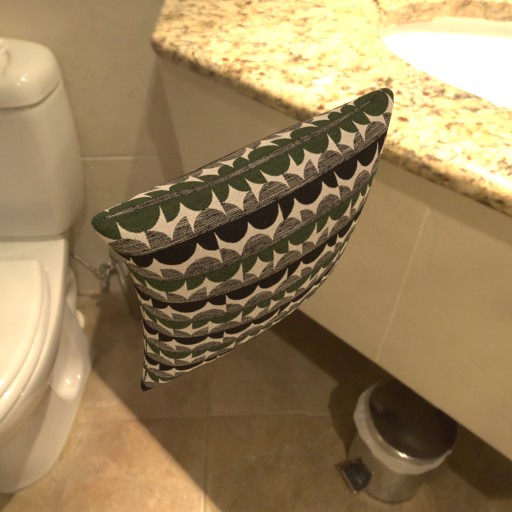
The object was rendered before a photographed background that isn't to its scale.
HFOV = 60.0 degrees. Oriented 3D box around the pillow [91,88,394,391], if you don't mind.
[{"bbox_3d":[0.000,0.000,0.640,0.419,0.404,0.180,-30,54,-26],"label":"pillow"}]
